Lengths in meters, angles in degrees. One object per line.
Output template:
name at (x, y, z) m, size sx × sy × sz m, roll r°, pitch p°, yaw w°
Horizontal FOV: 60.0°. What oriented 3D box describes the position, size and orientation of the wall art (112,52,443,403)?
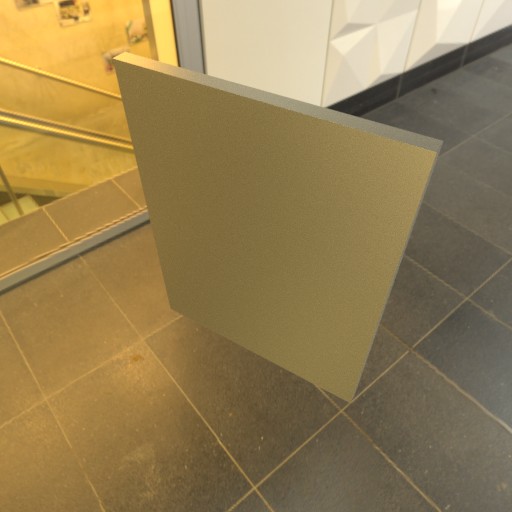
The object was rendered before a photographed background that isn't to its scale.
wall art at (0.000, 0.000, 0.743) m, size 0.444 × 0.569 × 0.025 m, roll 24°, pitch 51°, yaw 21°
